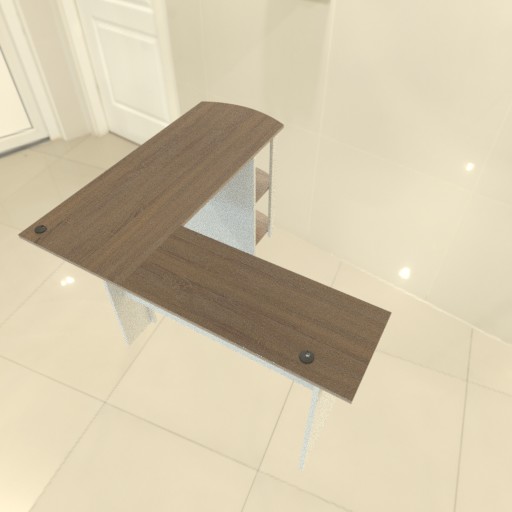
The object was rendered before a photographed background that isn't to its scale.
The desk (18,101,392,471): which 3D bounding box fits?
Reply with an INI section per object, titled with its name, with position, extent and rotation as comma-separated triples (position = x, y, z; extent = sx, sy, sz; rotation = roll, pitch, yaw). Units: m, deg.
[desk]
position = 0.000, 0.000, 2.114
extent = 1.361, 0.716, 1.303
rotation = 22, 50, 20
